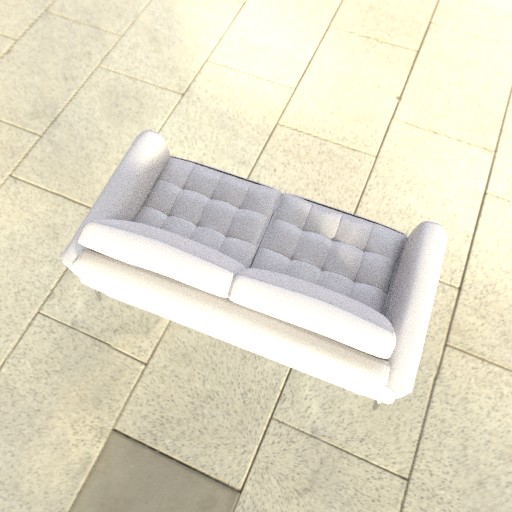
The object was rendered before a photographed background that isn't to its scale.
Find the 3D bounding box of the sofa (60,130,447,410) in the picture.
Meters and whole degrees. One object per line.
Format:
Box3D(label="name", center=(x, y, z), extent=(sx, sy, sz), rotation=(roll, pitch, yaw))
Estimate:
Box3D(label="sofa", center=(0.000, 0.000, 2.812), extent=(2.177, 0.930, 1.121), rotation=(20, 67, 9))
